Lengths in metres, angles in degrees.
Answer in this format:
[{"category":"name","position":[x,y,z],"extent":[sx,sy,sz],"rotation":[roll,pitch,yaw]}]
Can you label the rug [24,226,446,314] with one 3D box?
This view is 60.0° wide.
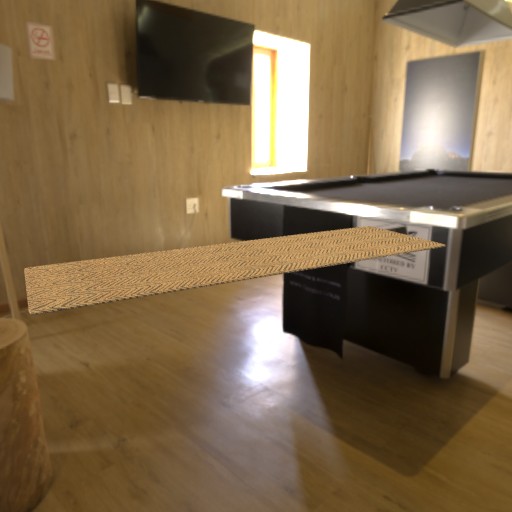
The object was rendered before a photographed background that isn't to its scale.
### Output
[{"category":"rug","position":[0.000,0.000,2.466],"extent":[2.286,0.008,0.686],"rotation":[-8,17,-27]}]
